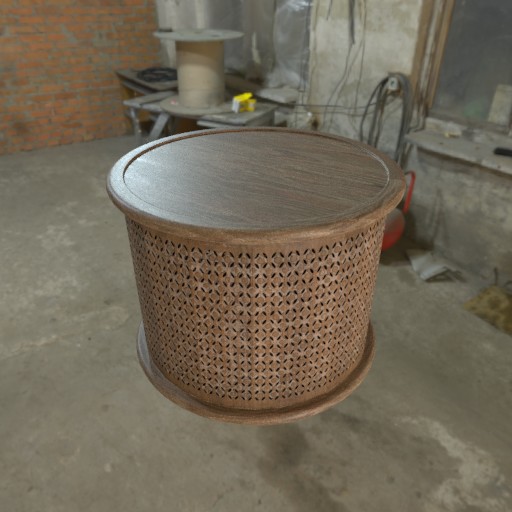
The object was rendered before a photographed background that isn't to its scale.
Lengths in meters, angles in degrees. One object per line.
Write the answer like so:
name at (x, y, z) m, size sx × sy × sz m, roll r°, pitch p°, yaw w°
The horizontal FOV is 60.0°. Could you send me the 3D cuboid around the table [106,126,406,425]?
table at (0.000, 0.000, 1.043) m, size 0.607 × 0.450 × 0.607 m, roll 0°, pitch 31°, yaw 0°
